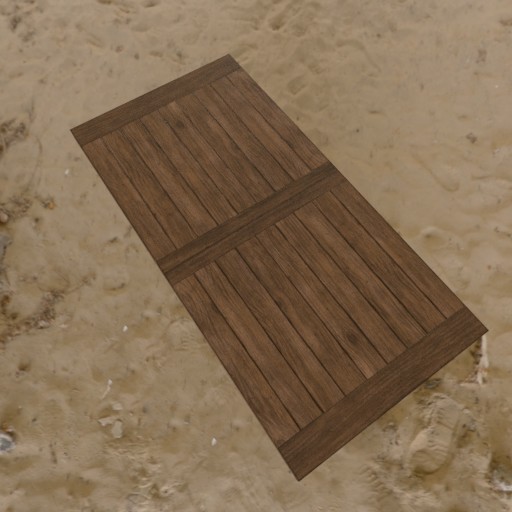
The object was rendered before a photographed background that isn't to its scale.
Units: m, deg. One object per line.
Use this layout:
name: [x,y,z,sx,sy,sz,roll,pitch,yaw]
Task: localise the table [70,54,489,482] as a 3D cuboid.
table: [0.000,0.000,2.295,0.931,0.757,1.867,-32,68,-14]
